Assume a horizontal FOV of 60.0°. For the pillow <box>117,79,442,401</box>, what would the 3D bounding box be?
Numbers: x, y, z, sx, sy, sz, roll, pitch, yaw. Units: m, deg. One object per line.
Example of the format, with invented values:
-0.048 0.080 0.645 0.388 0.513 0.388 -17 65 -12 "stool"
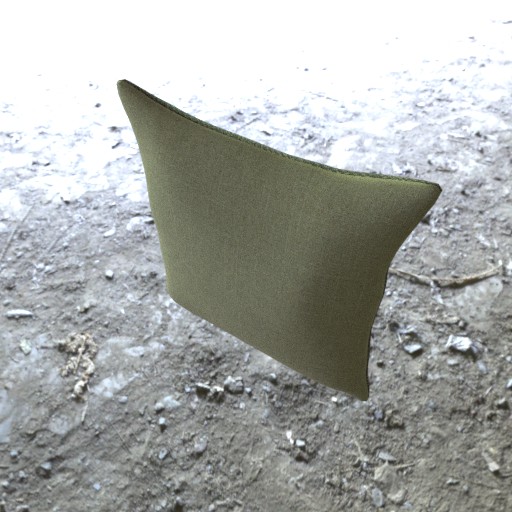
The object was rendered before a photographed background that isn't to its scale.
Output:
0.000 0.000 0.656 0.435 0.432 0.138 26 50 23 "pillow"
